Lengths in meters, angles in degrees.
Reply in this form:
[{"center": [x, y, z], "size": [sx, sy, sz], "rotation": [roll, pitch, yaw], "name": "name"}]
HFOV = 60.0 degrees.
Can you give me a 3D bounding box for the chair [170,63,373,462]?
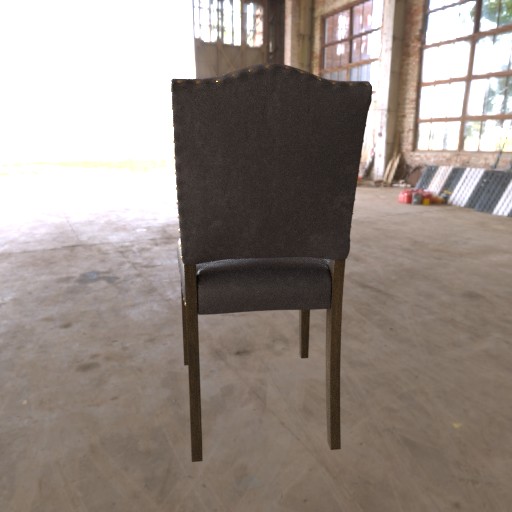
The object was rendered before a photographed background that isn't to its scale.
[{"center": [0.000, 0.000, 1.330], "size": [0.500, 0.991, 0.633], "rotation": [-2, 15, -7], "name": "chair"}]
